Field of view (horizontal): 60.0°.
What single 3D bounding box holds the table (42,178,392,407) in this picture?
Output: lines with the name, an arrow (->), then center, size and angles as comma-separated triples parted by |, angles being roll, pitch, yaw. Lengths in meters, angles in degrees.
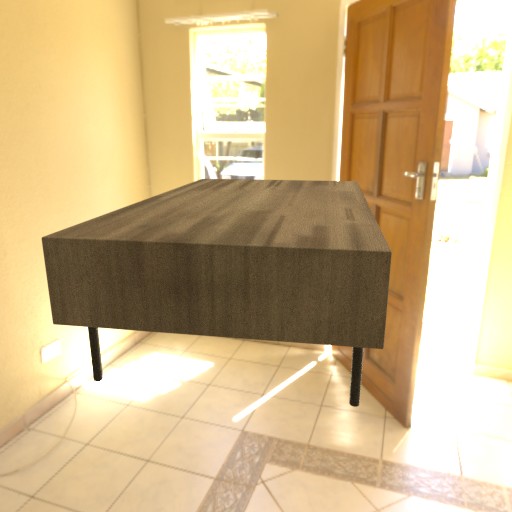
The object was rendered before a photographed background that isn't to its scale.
table -> 0.000, 0.000, 1.348 | 0.643, 0.347, 1.088 | 3, 16, 9
